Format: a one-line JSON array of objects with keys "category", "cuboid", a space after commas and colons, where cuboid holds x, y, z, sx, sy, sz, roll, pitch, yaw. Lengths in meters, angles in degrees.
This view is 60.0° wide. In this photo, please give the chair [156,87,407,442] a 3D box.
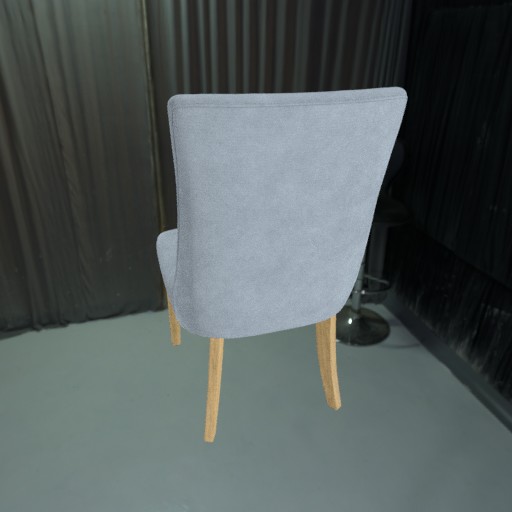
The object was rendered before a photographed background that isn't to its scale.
[{"category": "chair", "cuboid": [0.000, 0.000, 1.217, 0.495, 0.902, 0.610, -8, 27, -16]}]
